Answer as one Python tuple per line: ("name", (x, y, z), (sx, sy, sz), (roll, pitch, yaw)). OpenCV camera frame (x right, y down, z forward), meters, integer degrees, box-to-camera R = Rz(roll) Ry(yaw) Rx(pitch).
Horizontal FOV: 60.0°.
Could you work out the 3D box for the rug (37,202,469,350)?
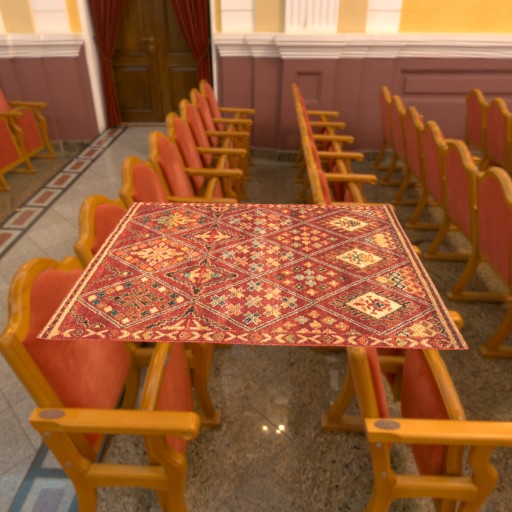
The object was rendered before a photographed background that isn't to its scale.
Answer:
("rug", (0.000, 0.000, 4.212), (3.086, 0.030, 2.489), (1, 30, 2))
